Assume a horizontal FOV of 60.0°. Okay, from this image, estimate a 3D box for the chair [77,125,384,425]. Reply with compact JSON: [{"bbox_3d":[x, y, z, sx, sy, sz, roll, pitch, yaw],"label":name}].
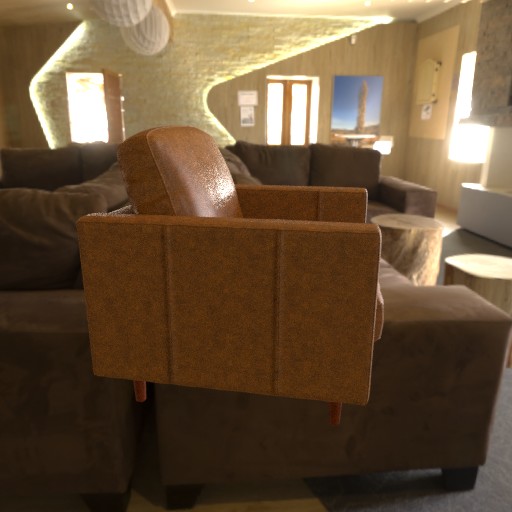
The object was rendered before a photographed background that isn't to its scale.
[{"bbox_3d":[0.000,0.000,1.691,0.909,0.956,0.890,3,16,11],"label":"chair"}]
